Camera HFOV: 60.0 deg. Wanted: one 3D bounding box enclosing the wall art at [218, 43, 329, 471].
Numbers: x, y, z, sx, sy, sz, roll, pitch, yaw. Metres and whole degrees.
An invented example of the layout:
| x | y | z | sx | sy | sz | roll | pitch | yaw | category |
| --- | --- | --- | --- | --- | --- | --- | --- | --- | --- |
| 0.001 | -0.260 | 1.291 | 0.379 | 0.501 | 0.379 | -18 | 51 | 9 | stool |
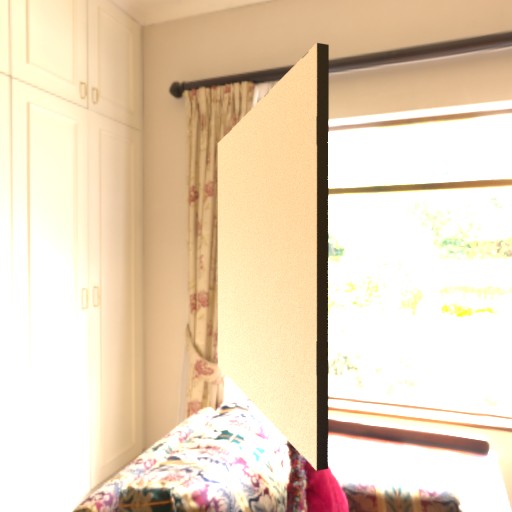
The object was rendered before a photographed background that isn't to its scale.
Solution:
| x | y | z | sx | sy | sz | roll | pitch | yaw | category |
| --- | --- | --- | --- | --- | --- | --- | --- | --- | --- |
| 0.000 | 0.000 | 0.674 | 0.014 | 0.445 | 0.446 | 0 | 1 | -18 | wall art |
